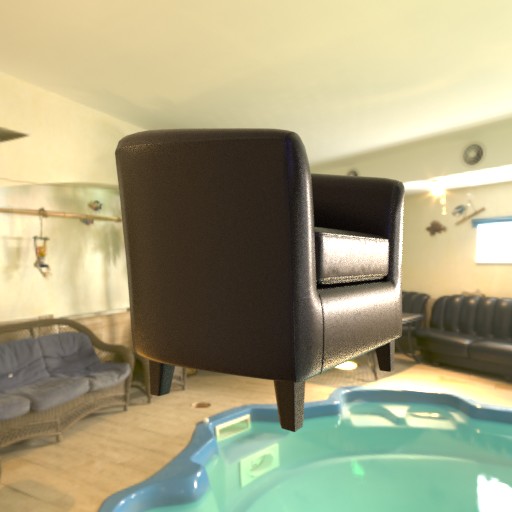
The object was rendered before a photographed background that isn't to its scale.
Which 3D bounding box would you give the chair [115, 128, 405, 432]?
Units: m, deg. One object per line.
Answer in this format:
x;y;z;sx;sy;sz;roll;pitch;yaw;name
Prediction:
0.000;0.000;1.402;0.727;0.756;0.793;0;-1;35;chair
